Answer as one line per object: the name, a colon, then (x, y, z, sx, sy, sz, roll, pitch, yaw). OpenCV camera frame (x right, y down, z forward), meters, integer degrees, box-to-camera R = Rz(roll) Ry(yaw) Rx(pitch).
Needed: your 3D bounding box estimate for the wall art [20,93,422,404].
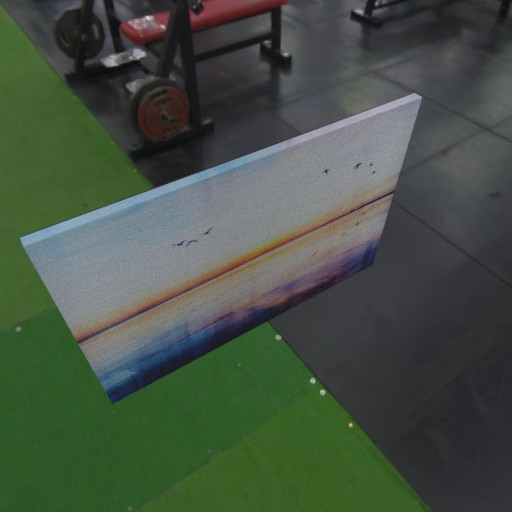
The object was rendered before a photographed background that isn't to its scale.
wall art: (0.000, 0.000, 1.391, 1.137, 0.756, 0.034, -25, 53, -21)
